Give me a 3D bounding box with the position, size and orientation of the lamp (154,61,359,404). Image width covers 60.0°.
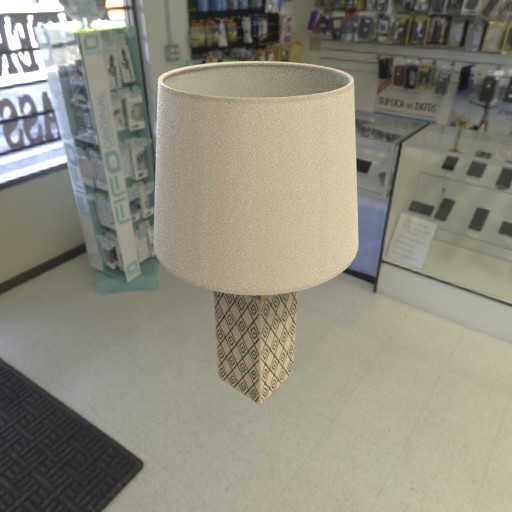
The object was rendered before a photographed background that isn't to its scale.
[{"bbox_3d":[0.000,0.000,0.571,0.251,0.435,0.251,0,32,0],"label":"lamp"}]
